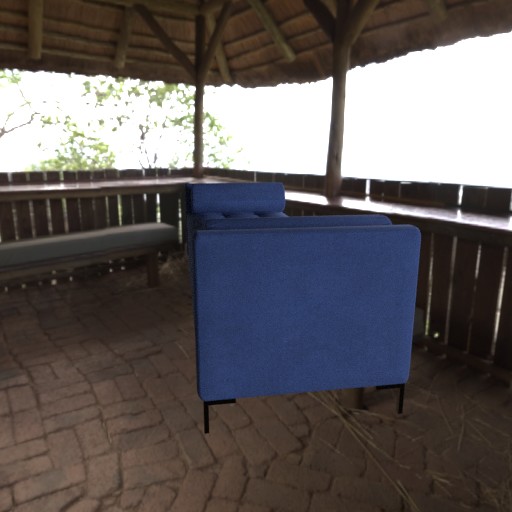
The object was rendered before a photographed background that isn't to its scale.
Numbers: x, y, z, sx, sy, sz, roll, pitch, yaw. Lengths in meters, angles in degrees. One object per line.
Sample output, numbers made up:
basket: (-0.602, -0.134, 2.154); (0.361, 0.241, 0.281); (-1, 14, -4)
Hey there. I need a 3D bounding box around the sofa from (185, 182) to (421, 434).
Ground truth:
sofa: (0.000, 0.000, 2.284); (0.686, 0.635, 1.981); (-2, 14, -9)
